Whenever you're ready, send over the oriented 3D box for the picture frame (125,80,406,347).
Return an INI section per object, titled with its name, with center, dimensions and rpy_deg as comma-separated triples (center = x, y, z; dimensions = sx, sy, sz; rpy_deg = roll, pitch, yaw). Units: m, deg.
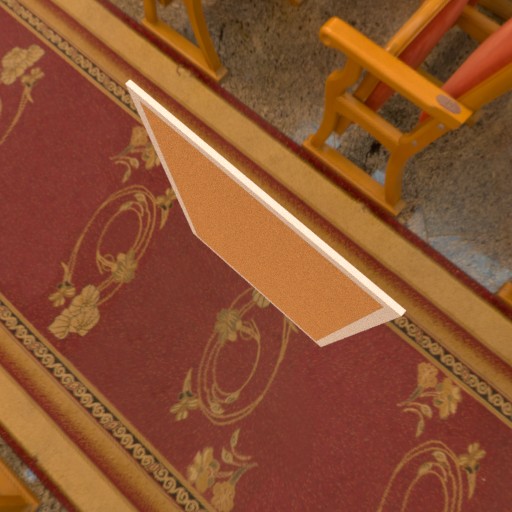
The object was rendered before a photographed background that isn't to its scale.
[picture frame]
center = 0.000, 0.000, 1.243
dimensions = 0.659, 0.940, 0.013
rpy_deg = 41, 79, 10
